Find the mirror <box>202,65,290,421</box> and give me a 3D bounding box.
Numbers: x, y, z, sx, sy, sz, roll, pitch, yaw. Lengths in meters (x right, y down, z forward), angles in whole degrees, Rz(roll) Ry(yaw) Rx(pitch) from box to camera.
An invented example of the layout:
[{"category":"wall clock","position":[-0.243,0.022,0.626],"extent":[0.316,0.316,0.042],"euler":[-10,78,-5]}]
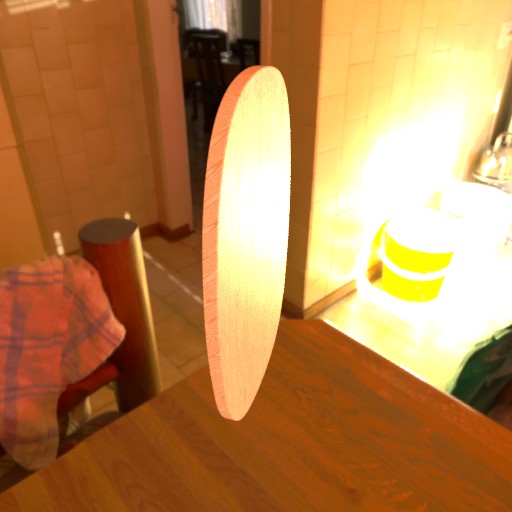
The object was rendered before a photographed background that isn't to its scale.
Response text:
[{"category":"mirror","position":[0.000,0.000,1.363],"extent":[0.037,1.075,0.724],"euler":[9,31,15]}]
